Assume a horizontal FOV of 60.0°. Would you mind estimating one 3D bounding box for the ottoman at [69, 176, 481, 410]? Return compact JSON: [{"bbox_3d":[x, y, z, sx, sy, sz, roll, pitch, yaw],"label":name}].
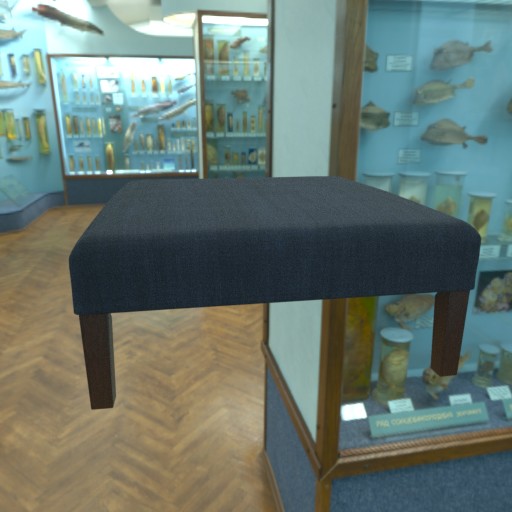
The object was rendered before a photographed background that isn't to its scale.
[{"bbox_3d":[0.000,0.000,1.381,0.889,0.411,0.890,-3,17,-9],"label":"ottoman"}]
